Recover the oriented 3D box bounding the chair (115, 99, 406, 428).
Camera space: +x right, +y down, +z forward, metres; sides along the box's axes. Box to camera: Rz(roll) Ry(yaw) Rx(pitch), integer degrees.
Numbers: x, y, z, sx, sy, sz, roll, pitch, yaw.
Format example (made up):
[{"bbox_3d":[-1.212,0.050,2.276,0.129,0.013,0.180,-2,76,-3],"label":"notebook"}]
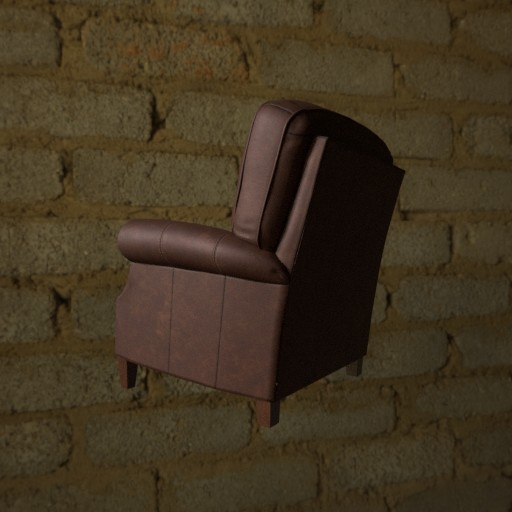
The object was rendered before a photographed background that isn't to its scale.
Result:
[{"bbox_3d":[0.000,0.000,1.788,0.986,1.018,0.936,1,2,36],"label":"chair"}]
